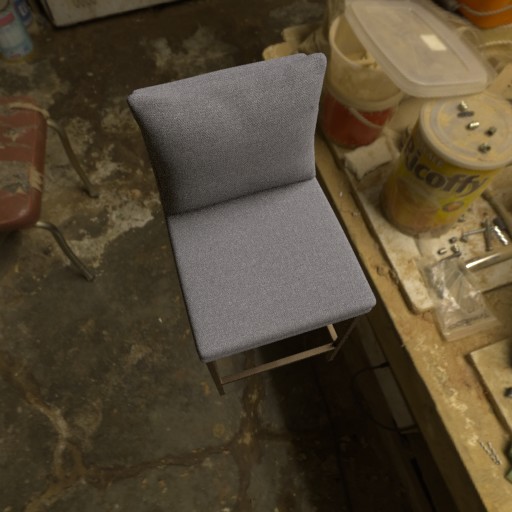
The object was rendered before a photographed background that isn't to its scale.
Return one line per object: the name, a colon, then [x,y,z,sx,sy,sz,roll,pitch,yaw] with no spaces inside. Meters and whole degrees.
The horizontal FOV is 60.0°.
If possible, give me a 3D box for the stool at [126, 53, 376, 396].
stool: [0.000,0.000,1.316,0.463,1.031,0.569,-16,65,-8]
